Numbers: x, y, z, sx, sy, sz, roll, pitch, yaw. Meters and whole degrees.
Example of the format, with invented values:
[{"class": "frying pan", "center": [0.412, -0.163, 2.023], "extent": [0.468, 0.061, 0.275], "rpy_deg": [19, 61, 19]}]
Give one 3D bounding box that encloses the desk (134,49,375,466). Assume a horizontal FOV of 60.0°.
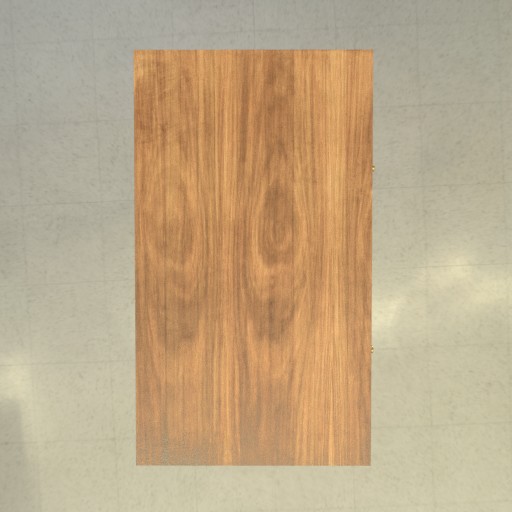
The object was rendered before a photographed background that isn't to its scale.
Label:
[{"class": "desk", "center": [0.000, 0.000, 1.390], "extent": [0.588, 0.758, 0.949], "rpy_deg": [0, 91, 0]}]
